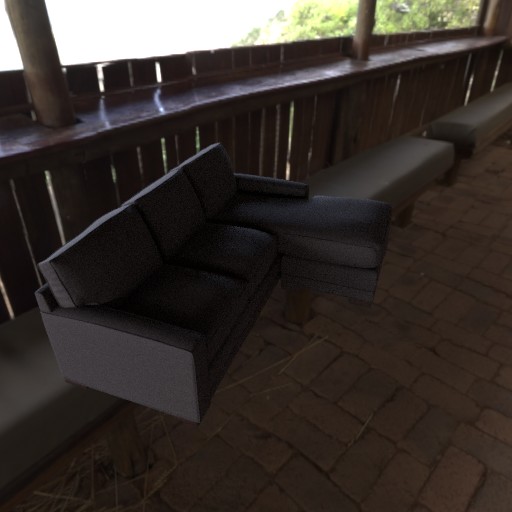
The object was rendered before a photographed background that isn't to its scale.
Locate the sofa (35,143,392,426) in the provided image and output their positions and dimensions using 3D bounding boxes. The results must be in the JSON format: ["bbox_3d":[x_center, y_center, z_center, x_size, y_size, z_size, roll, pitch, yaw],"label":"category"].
[{"bbox_3d":[0.000,0.000,3.282,1.790,0.973,2.370,11,34,17],"label":"sofa"}]
